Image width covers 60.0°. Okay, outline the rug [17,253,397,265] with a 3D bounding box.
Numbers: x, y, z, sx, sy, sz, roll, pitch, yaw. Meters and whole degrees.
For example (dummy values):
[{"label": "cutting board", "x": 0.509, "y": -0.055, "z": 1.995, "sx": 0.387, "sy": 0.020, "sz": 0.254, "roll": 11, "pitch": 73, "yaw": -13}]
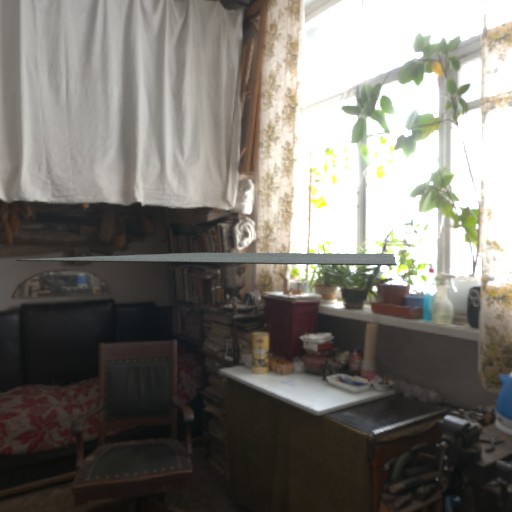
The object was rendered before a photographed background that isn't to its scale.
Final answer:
[{"label": "rug", "x": 0.000, "y": 0.000, "z": 4.037, "sx": 2.438, "sy": 0.013, "sz": 3.048, "roll": 0, "pitch": 1, "yaw": 17}]
